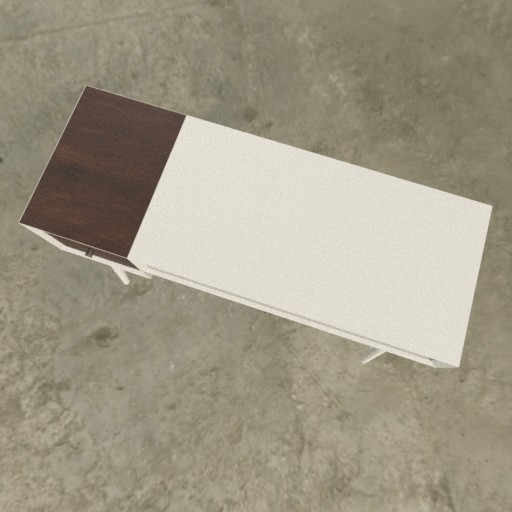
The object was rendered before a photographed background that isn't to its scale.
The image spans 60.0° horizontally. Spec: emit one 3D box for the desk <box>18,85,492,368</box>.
[{"bbox_3d":[0.000,0.000,1.432,1.069,0.761,0.409,18,76,5],"label":"desk"}]
